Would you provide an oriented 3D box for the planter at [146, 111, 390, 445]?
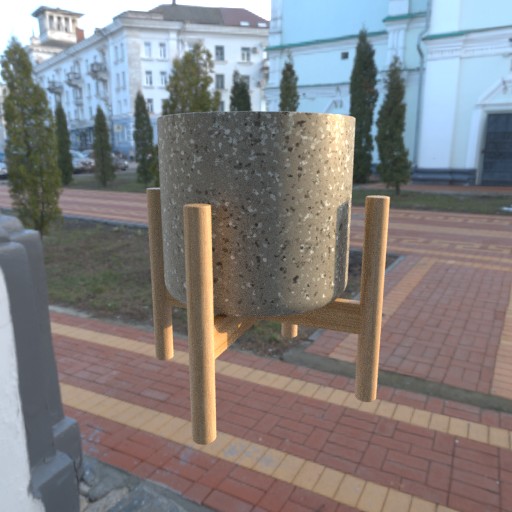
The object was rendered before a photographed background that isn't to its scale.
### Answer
[{"bbox_3d":[0.000,0.000,0.544,0.284,0.320,0.284,13,18,43],"label":"planter"}]
